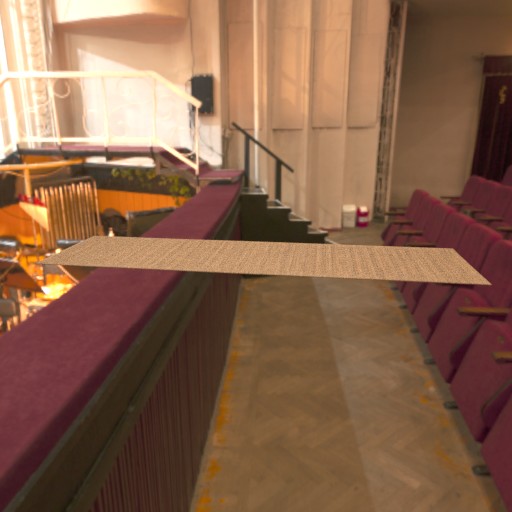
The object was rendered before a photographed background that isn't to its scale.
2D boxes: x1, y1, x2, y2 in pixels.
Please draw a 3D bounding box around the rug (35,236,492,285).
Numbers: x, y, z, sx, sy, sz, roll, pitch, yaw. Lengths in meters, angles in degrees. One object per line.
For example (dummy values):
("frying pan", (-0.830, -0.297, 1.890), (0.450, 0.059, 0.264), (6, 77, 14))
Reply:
("rug", (0.000, 0.000, 2.670), (2.437, 0.005, 0.688), (2, 16, 8))
